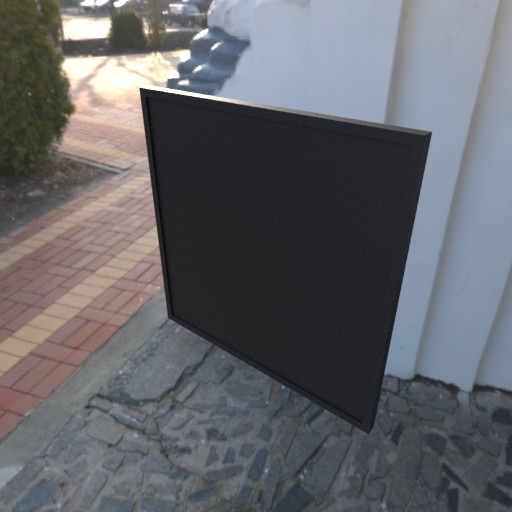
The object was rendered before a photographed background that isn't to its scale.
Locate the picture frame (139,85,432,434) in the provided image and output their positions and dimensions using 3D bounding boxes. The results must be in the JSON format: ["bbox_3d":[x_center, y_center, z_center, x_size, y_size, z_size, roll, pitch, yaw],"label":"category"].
[{"bbox_3d":[0.000,0.000,1.178,0.775,0.775,0.032,22,37,33],"label":"picture frame"}]
